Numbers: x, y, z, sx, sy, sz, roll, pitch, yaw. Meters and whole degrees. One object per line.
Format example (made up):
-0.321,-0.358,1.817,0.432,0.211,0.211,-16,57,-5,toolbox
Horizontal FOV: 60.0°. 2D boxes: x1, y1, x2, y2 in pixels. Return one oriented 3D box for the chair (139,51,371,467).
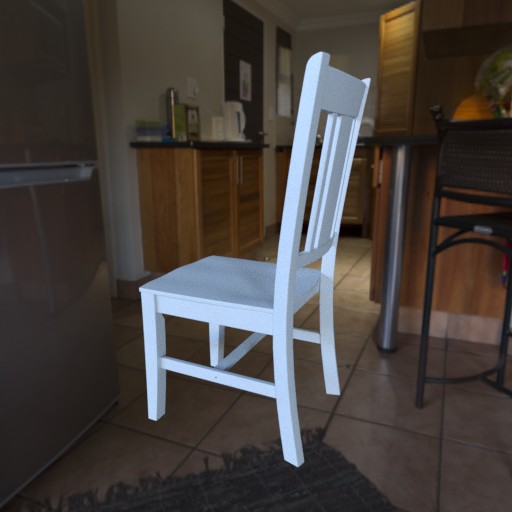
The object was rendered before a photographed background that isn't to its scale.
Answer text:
0.000,0.000,1.303,0.555,0.998,0.450,7,16,25,chair
